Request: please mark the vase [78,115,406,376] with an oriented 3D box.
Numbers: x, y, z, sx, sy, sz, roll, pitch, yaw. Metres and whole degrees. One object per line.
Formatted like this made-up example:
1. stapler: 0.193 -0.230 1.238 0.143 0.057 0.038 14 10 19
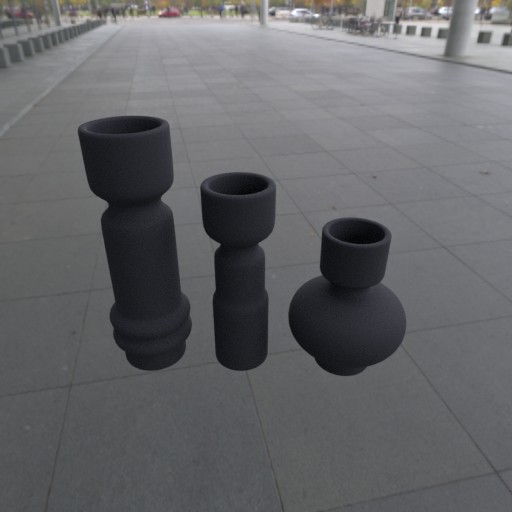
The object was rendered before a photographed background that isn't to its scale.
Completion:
1. vase: 0.000 0.000 0.430 0.307 0.249 0.120 1 29 3
